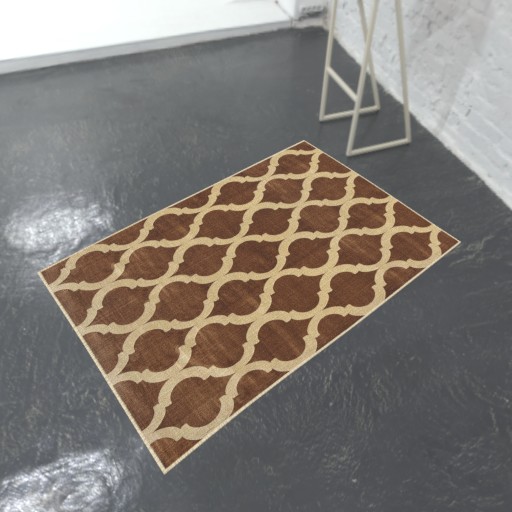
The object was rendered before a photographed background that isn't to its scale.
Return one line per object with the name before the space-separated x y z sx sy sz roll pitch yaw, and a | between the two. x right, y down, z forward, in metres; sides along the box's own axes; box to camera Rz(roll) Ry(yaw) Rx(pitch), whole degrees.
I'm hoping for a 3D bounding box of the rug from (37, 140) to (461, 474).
rug | 0.000 0.000 2.847 2.284 0.008 1.522 -31 55 -25
